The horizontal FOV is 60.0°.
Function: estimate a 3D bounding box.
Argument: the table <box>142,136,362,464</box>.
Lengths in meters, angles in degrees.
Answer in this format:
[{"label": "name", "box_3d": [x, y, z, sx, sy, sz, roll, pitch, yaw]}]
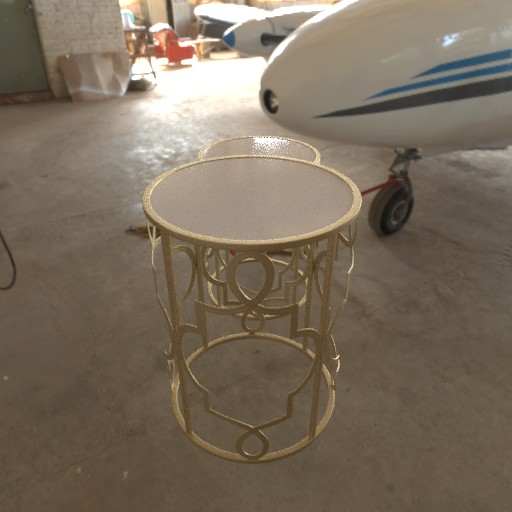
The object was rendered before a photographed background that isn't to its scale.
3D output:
[{"label": "table", "box_3d": [0.000, 0.000, 1.196, 0.420, 0.564, 0.846, 1, 32, 2]}]
